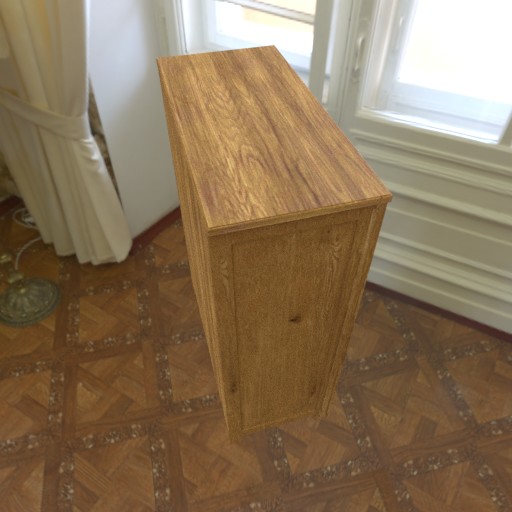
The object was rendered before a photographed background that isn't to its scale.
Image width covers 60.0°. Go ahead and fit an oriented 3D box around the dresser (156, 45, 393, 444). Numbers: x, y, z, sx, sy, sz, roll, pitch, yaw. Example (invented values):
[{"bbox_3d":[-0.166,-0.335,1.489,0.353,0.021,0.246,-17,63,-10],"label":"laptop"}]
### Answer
[{"bbox_3d":[0.000,0.000,2.034,0.558,1.431,1.081,-11,47,-11],"label":"dresser"}]
